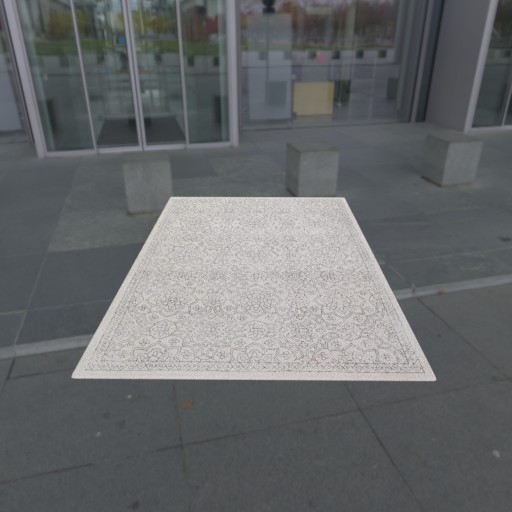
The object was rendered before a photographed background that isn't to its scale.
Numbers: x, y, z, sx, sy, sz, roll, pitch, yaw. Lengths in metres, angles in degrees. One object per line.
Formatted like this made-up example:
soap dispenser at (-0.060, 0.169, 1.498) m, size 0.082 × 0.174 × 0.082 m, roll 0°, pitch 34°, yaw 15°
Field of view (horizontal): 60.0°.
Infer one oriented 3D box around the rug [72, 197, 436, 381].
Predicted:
rug at (0.000, 0.000, 2.863) m, size 1.524 × 0.011 × 2.286 m, roll 0°, pitch 27°, yaw 1°
